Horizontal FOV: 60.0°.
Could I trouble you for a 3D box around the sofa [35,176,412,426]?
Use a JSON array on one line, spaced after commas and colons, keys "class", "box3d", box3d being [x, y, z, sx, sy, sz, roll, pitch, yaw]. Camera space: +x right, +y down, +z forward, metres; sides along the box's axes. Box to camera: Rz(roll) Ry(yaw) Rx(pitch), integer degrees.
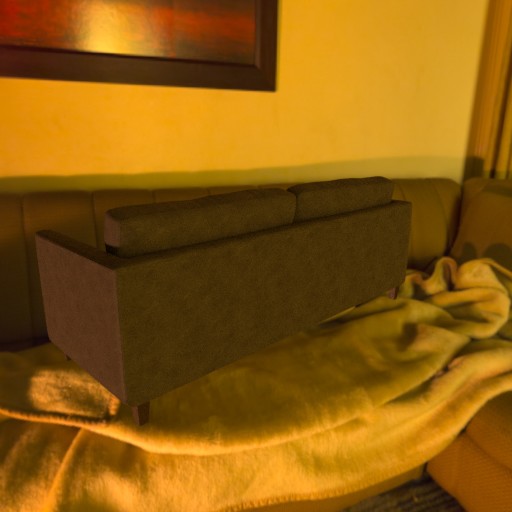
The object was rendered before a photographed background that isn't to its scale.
[{"class": "sofa", "box3d": [0.000, 0.000, 2.915, 2.434, 0.965, 0.951, -15, 21, -42]}]
